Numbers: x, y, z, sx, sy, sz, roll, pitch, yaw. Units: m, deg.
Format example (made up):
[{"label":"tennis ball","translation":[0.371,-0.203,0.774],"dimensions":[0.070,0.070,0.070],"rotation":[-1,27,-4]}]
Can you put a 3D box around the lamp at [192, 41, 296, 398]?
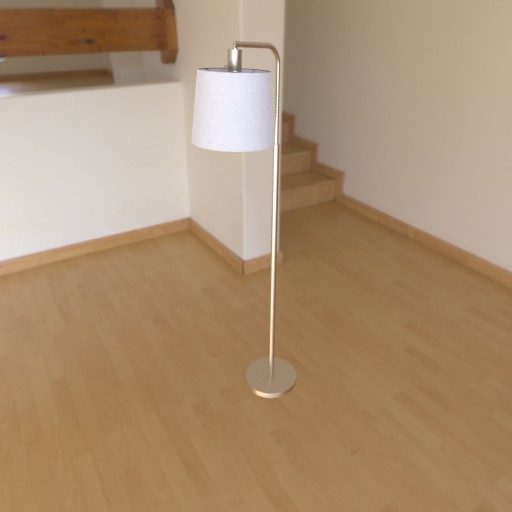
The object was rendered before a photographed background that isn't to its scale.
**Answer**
[{"label":"lamp","translation":[0.000,0.000,1.679],"dimensions":[0.254,1.478,0.508],"rotation":[18,34,29]}]
